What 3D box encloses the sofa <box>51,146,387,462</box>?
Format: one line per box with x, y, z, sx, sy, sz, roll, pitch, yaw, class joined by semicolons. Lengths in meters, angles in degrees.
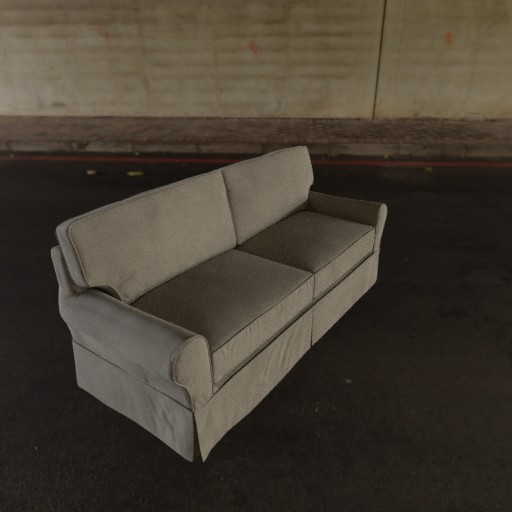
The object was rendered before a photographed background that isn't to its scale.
0.000;0.000;2.753;0.900;1.014;2.246;17;30;32;sofa
